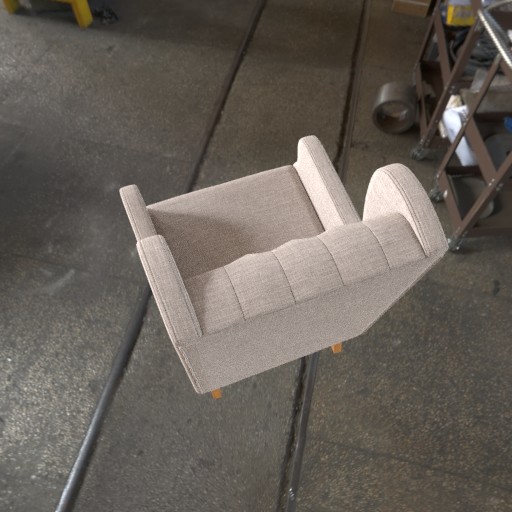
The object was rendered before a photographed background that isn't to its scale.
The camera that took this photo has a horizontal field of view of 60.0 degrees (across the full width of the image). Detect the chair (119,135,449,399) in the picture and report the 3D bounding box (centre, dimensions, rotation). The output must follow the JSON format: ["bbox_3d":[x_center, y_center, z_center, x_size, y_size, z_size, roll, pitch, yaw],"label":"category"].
[{"bbox_3d":[0.000,0.000,1.446,0.710,0.930,0.760,-18,60,-11],"label":"chair"}]
